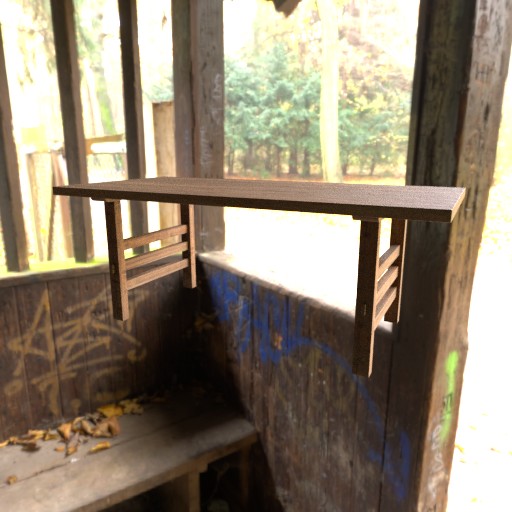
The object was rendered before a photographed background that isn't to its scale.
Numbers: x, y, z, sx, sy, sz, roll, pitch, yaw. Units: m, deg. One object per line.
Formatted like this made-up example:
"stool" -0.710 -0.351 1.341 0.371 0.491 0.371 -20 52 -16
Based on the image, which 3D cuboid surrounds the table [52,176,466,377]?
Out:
"table" 0.000 0.000 2.466 2.003 0.760 0.952 7 15 26
